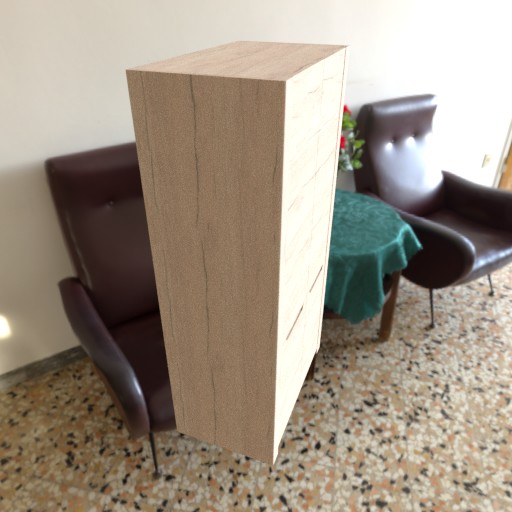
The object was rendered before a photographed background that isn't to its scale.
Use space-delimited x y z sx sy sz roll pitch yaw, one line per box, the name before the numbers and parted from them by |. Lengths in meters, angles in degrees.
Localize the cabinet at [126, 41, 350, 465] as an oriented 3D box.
cabinet | 0.000 0.000 2.324 0.580 1.930 0.980 12 33 18
